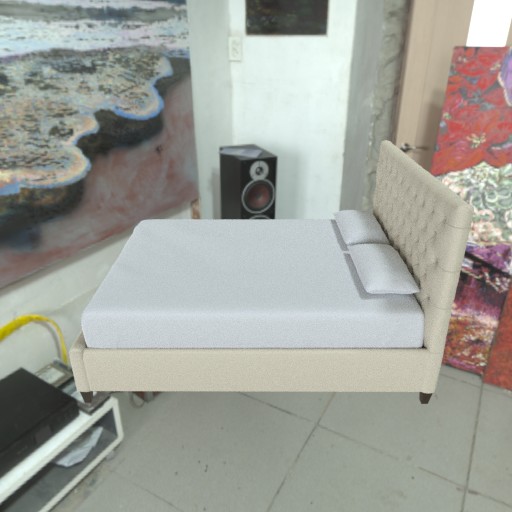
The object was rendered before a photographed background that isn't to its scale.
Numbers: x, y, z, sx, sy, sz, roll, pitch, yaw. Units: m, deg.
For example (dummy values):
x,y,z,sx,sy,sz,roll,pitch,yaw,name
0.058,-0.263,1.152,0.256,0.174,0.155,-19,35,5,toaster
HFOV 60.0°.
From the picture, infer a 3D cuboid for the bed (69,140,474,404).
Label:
x,y,z,sx,sy,sz,roll,pitch,yaw,name
0.000,0.000,3.420,2.387,1.427,1.698,0,26,0,bed
